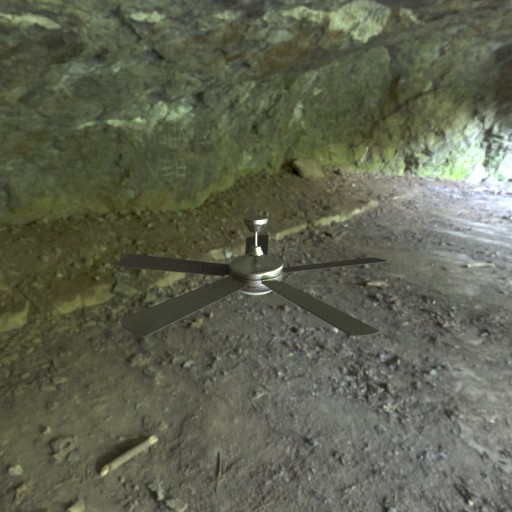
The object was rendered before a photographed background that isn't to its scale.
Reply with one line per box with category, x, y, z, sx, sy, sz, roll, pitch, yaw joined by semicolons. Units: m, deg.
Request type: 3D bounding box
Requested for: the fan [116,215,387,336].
fan;0.000;0.000;2.011;1.321;0.356;1.321;-2;18;-8
